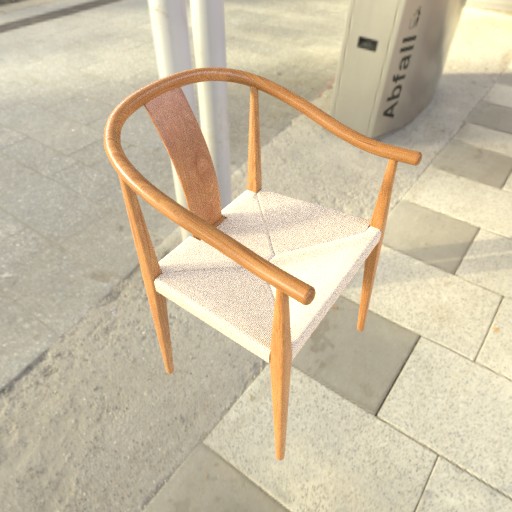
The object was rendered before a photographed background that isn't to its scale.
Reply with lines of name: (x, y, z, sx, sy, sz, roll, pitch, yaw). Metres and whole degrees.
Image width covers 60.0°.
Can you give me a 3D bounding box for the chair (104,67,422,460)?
chair: (0.000, 0.000, 1.169, 0.579, 0.800, 0.556, 25, 48, 24)
